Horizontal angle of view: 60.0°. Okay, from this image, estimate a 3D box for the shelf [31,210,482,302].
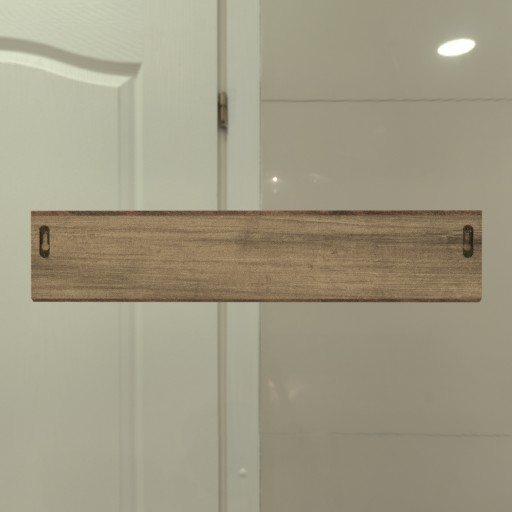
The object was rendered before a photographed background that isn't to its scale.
[{"bbox_3d":[0.000,0.000,0.699,0.610,0.125,0.200,0,0,1],"label":"shelf"}]
